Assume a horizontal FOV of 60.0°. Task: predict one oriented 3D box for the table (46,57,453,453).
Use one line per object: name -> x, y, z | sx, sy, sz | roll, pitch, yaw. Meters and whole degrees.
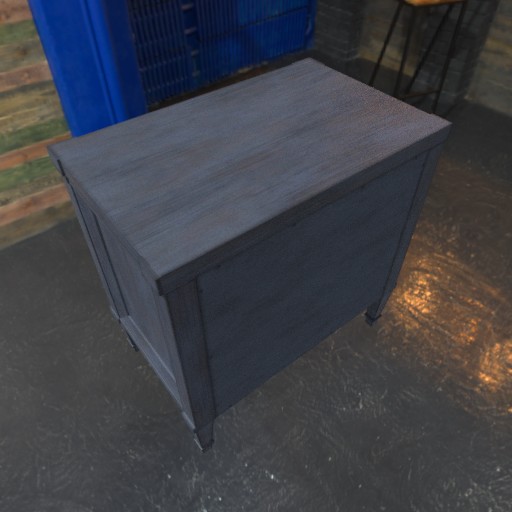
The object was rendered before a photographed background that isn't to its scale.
table -> 0.000, 0.000, 1.076 | 0.660, 0.660, 0.413 | -29, 52, -26
